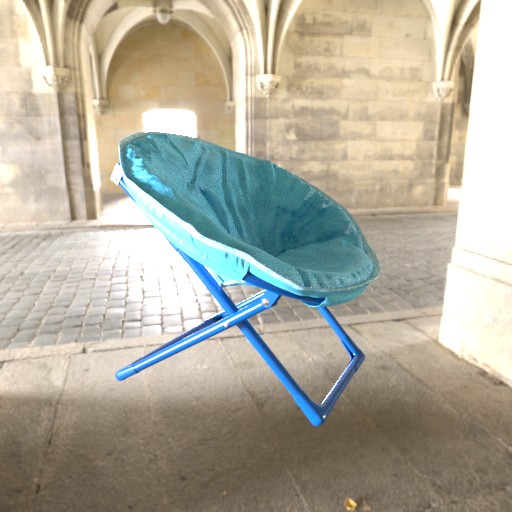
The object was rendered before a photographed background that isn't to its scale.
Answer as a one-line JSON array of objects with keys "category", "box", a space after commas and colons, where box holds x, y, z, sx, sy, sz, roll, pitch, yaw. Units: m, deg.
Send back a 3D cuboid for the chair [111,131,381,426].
[{"category": "chair", "box": [0.000, 0.000, 0.867, 0.465, 0.478, 0.520, 7, 15, 27]}]
